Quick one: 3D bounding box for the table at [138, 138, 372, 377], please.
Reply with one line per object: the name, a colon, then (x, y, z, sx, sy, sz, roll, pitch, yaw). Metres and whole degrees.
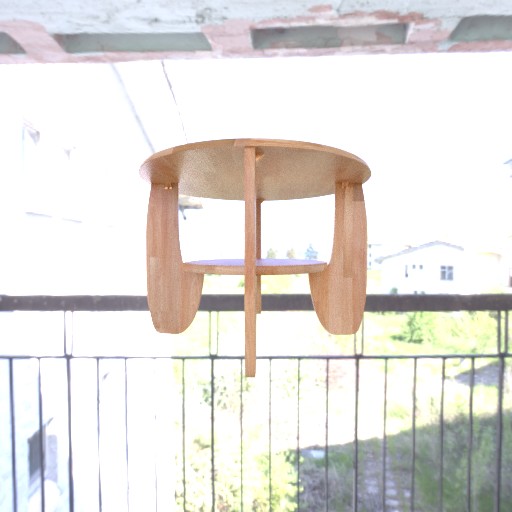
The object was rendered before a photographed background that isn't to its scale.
table: (0.000, 0.000, 1.388, 0.690, 0.490, 1.040, 0, 1, 1)
